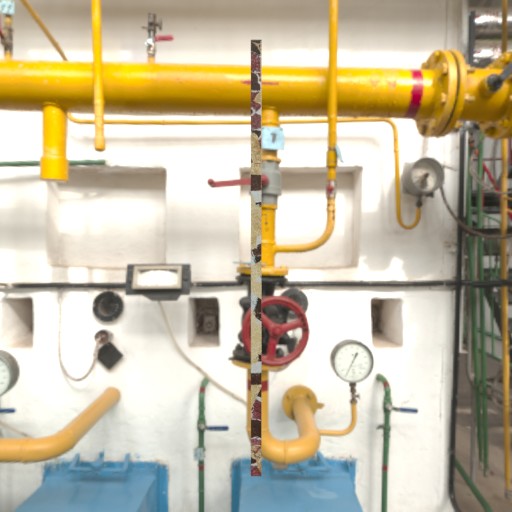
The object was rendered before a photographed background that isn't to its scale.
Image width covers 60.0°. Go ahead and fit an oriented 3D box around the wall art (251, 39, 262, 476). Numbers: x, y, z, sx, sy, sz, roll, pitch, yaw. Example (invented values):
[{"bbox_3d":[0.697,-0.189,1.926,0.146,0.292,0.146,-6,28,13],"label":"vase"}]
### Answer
[{"bbox_3d":[0.000,0.000,0.614,0.010,0.406,0.404,0,1,0],"label":"wall art"}]
